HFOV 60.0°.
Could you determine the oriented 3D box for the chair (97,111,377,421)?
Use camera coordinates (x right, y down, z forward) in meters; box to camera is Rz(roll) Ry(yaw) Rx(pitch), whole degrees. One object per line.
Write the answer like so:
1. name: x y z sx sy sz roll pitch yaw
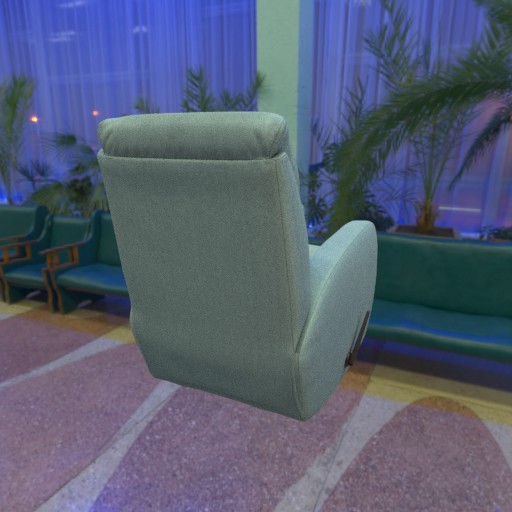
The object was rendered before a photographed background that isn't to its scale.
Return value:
1. chair: 0.000 0.000 1.692 0.812 1.013 0.940 7 17 25
